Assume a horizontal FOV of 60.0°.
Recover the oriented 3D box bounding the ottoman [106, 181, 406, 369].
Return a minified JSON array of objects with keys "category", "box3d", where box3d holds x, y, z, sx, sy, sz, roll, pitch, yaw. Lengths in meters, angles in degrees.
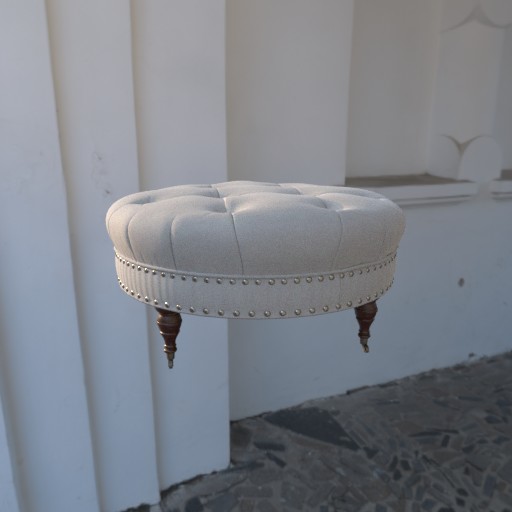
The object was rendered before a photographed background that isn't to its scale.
[{"category":"ottoman","box3d":[0.000,0.000,1.410,0.901,0.439,0.901,0,14,0]}]
